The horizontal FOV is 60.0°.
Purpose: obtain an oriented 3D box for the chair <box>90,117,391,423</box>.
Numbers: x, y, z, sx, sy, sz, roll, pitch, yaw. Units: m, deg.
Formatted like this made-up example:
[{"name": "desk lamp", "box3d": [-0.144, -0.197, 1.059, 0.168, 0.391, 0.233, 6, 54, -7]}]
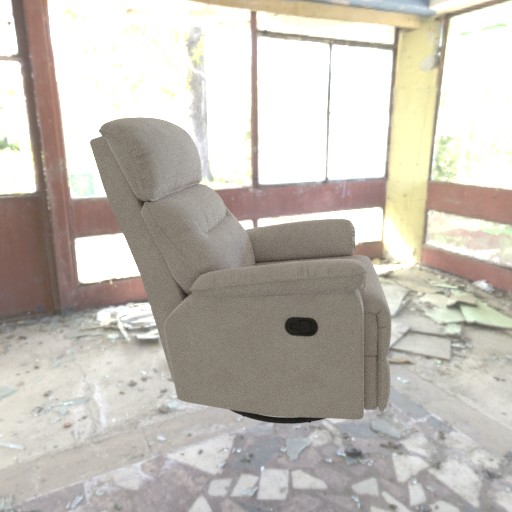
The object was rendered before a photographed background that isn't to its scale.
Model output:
[{"name": "chair", "box3d": [0.000, 0.000, 1.731, 1.001, 1.039, 0.820, 2, 16, 8]}]
